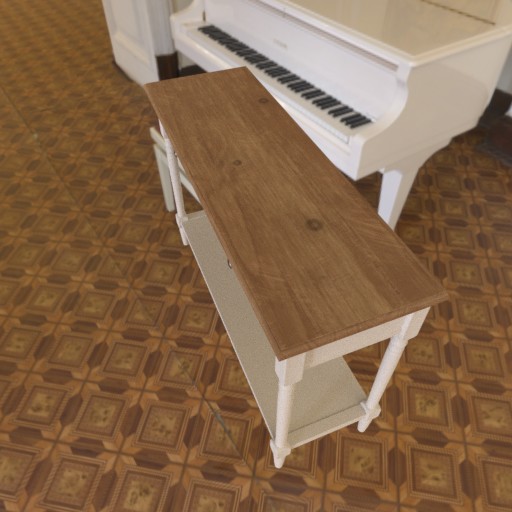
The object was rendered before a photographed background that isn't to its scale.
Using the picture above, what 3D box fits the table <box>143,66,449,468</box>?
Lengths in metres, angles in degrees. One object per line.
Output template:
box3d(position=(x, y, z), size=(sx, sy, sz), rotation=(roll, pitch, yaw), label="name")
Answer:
box3d(position=(0.000, 0.000, 1.567), size=(0.399, 0.800, 1.219), rotation=(-16, 49, -15), label="table")
